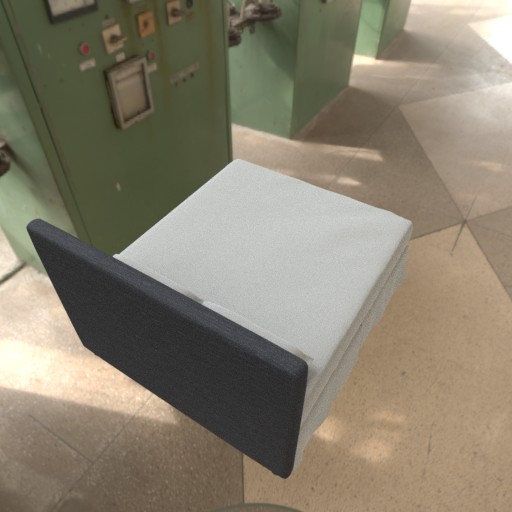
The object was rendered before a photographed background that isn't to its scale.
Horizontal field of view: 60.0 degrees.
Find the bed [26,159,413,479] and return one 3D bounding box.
[{"bbox_3d":[0.000,0.000,3.276,1.884,1.330,2.142,24,50,22],"label":"bed"}]
